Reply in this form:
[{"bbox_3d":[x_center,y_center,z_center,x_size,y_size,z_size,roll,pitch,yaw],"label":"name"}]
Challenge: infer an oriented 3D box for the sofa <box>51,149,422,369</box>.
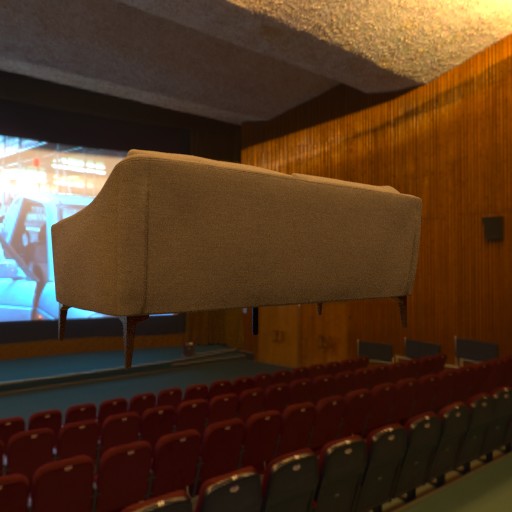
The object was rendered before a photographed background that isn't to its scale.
[{"bbox_3d":[0.000,0.000,2.572,2.036,0.913,0.980,1,-1,-37],"label":"sofa"}]
